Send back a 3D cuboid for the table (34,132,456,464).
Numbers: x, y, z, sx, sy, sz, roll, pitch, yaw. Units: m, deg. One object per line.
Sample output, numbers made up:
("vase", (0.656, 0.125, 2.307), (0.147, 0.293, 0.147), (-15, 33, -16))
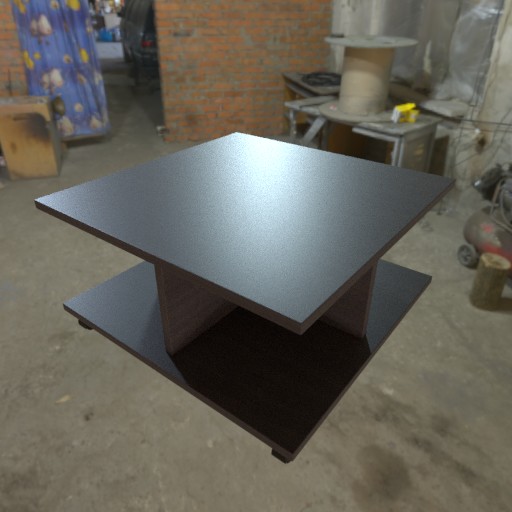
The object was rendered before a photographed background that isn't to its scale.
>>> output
("table", (0.000, 0.000, 1.225), (0.762, 0.396, 0.762), (21, 37, 32))
